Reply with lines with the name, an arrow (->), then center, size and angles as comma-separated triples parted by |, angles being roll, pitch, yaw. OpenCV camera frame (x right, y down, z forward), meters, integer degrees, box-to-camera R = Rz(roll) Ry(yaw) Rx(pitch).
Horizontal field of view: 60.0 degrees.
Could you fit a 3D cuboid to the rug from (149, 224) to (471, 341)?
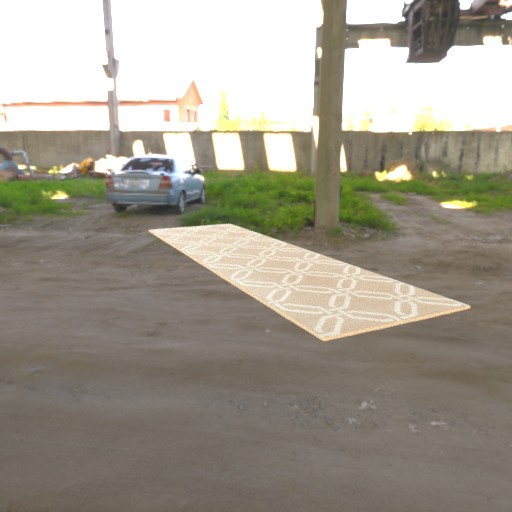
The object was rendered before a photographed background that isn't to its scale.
rug -> 0.000, 0.000, 2.518 | 0.678, 0.014, 2.276 | -6, 14, -26
